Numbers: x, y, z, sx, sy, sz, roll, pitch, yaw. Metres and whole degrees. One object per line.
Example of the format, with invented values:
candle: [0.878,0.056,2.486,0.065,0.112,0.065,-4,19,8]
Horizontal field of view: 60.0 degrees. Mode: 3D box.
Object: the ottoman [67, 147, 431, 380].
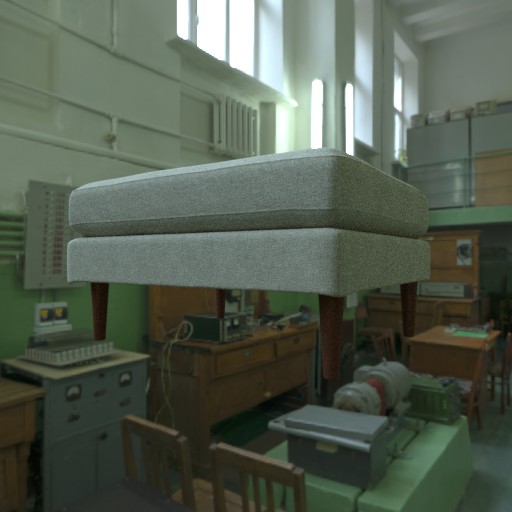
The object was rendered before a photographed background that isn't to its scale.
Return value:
ottoman: [0.000,0.000,1.282,0.821,0.474,0.693,0,0,34]
